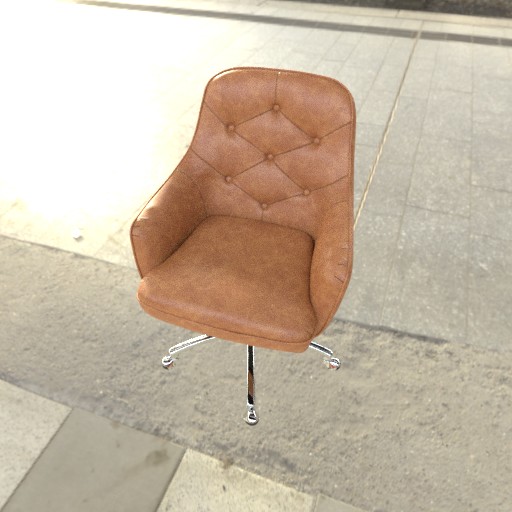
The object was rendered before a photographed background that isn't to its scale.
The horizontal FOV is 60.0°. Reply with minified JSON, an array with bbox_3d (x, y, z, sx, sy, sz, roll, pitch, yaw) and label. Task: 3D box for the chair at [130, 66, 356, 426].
[{"bbox_3d":[0.000,0.000,1.340,0.628,0.909,0.615,12,44,13],"label":"chair"}]
